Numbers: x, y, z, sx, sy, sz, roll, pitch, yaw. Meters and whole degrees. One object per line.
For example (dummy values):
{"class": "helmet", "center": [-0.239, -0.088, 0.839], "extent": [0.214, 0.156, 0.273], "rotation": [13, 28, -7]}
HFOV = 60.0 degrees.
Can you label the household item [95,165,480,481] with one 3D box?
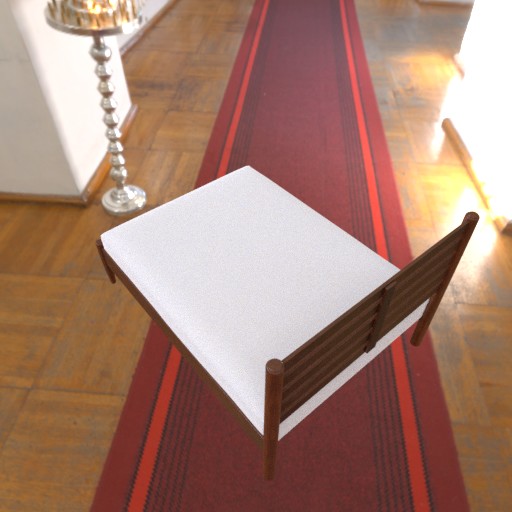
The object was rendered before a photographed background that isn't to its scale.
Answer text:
{"class": "household item", "center": [0.000, 0.000, 3.344], "extent": [1.663, 1.356, 2.232], "rotation": [-31, 53, -27]}
